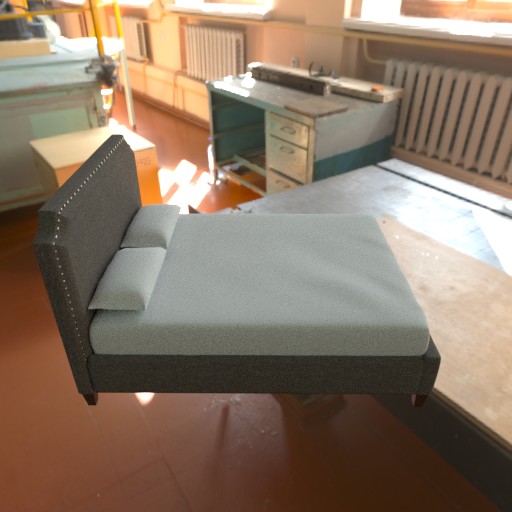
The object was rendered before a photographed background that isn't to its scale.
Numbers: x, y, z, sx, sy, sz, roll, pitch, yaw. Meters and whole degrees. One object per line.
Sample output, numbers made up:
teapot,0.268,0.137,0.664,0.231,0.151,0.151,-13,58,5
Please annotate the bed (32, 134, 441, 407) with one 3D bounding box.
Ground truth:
bed,0.000,0.000,3.393,2.381,1.457,1.713,0,32,0
